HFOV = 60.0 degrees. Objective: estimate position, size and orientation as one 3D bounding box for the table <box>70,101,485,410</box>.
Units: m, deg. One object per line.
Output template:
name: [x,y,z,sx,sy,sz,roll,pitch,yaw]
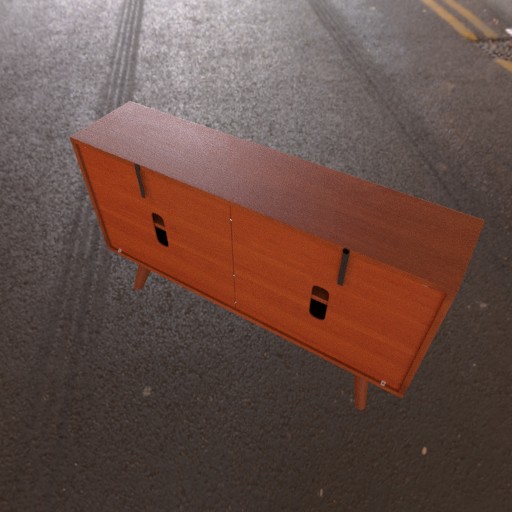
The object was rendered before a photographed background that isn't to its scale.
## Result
table: [0.000,0.000,1.533,1.220,0.698,0.308,24,51,21]
